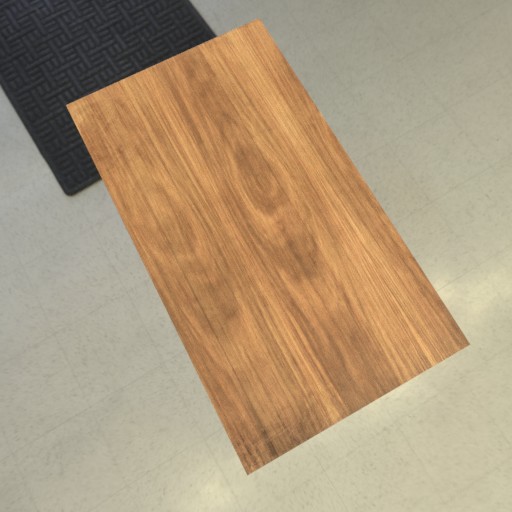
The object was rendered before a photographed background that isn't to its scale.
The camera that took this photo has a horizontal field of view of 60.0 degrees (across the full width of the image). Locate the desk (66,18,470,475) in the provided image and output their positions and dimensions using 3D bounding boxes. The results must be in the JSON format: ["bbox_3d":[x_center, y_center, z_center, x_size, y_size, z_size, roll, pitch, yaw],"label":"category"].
[{"bbox_3d":[0.000,0.000,1.387,0.588,0.758,0.949,-28,77,-7],"label":"desk"}]
